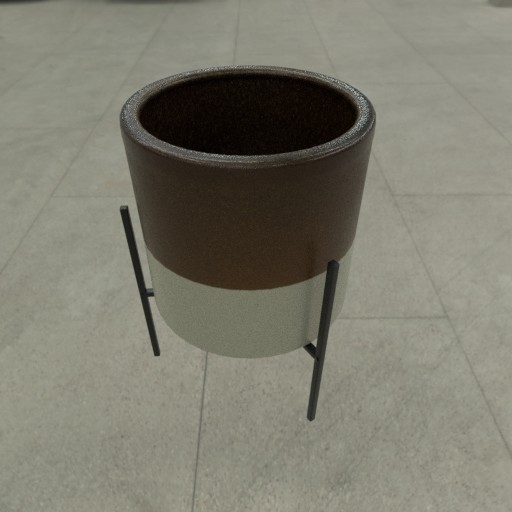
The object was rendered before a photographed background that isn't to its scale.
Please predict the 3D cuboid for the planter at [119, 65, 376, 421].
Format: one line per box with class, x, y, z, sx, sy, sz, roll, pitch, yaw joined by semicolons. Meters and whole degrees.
planter;0.000;0.000;0.546;0.255;0.375;0.269;-25;46;-27
